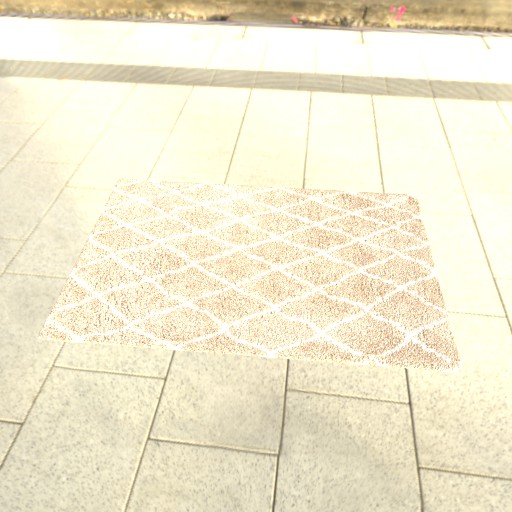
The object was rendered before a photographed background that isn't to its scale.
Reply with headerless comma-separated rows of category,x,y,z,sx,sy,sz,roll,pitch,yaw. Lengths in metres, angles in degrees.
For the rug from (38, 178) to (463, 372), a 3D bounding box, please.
rug,0.000,0.000,3.454,2.743,0.030,1.778,4,46,4
